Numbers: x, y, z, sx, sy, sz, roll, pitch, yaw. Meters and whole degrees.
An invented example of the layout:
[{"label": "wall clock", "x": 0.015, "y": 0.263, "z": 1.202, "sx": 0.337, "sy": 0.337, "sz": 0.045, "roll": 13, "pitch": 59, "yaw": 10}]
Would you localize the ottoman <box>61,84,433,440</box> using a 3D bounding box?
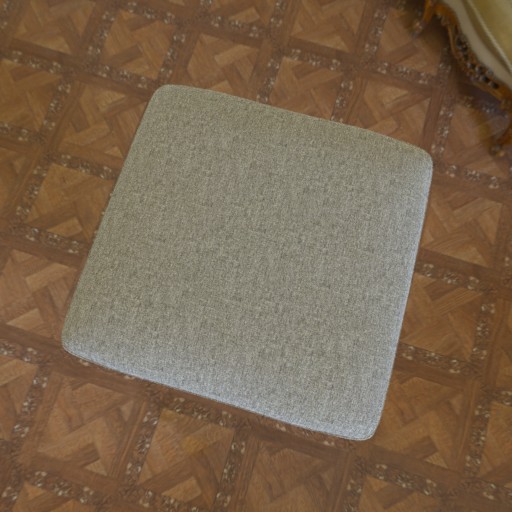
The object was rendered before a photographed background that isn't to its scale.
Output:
[{"label": "ottoman", "x": 0.000, "y": 0.000, "z": 1.620, "sx": 1.039, "sy": 0.526, "sz": 1.035, "roll": 16, "pitch": 77, "yaw": 4}]
